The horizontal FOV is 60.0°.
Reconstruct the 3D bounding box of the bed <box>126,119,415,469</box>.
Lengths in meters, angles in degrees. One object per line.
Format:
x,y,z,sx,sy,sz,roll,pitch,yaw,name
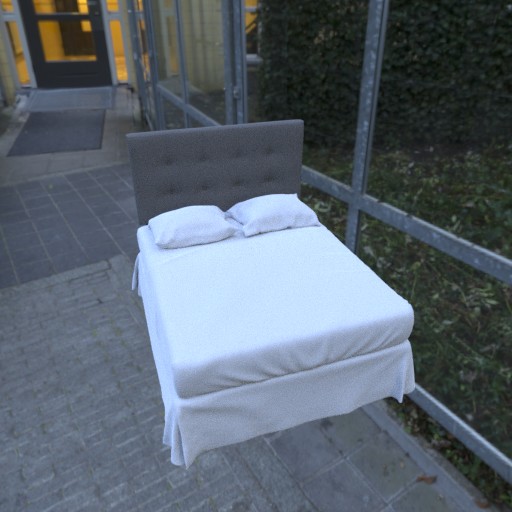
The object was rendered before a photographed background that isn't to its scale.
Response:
0.000,0.000,3.520,1.936,1.577,2.222,-10,32,-16,bed
